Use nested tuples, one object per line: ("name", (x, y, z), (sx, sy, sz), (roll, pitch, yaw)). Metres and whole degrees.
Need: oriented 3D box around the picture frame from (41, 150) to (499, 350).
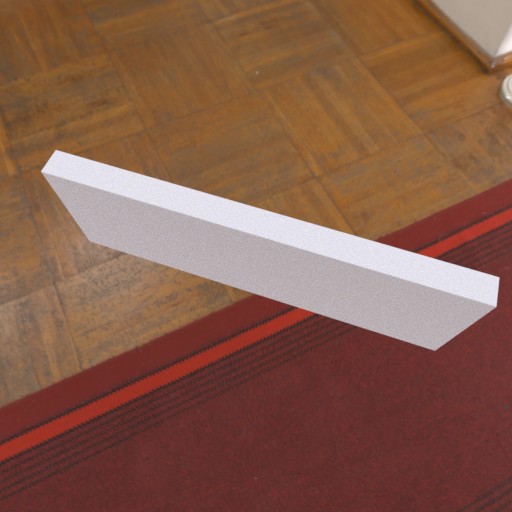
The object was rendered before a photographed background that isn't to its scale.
("picture frame", (0.000, 0.000, 0.824), (0.759, 0.250, 0.050), (17, 65, 8))
